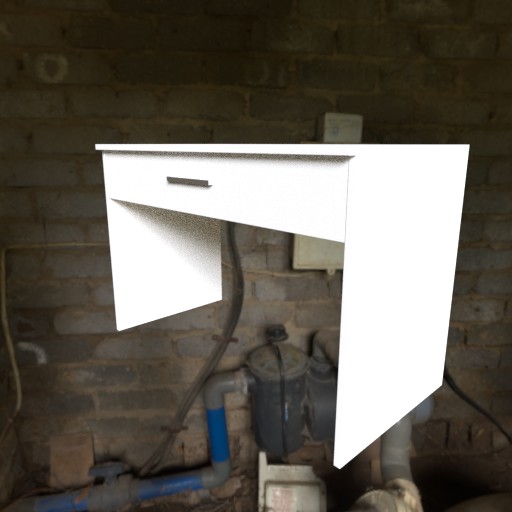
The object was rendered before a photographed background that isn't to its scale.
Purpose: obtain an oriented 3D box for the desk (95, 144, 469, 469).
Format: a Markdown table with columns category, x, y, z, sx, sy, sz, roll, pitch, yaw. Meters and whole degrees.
| category | x | y | z | sx | sy | sz | roll | pitch | yaw |
| --- | --- | --- | --- | --- | --- | --- | --- | --- | --- |
| desk | 0.000 | 0.000 | 1.497 | 0.560 | 0.730 | 1.100 | -13 | 19 | -42 |
